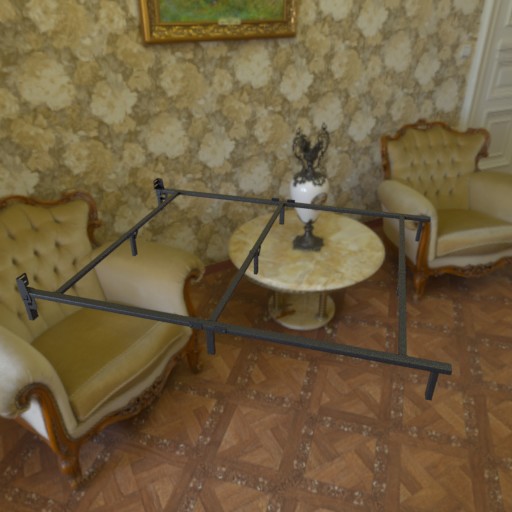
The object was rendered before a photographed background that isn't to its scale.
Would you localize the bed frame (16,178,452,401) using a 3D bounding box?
[{"bbox_3d":[0.000,0.000,2.585,1.990,0.248,1.498,8,30,14],"label":"bed frame"}]
